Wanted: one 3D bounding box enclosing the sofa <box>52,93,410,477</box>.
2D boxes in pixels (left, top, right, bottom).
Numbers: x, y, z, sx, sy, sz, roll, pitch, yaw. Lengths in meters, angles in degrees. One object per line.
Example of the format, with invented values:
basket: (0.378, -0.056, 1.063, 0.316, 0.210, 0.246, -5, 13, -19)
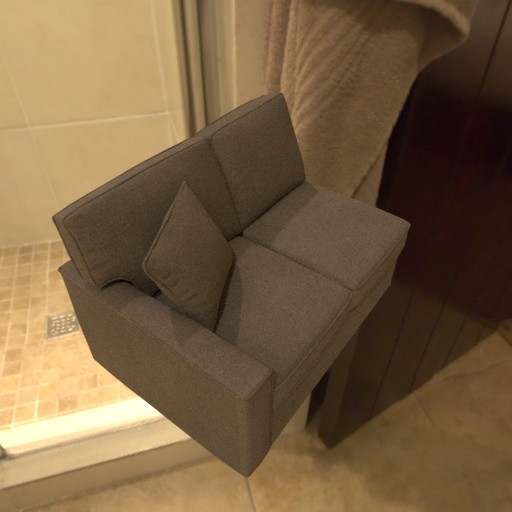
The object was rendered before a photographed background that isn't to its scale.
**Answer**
sofa: (0.000, 0.000, 2.062, 0.991, 0.989, 1.388, 26, 48, 27)
